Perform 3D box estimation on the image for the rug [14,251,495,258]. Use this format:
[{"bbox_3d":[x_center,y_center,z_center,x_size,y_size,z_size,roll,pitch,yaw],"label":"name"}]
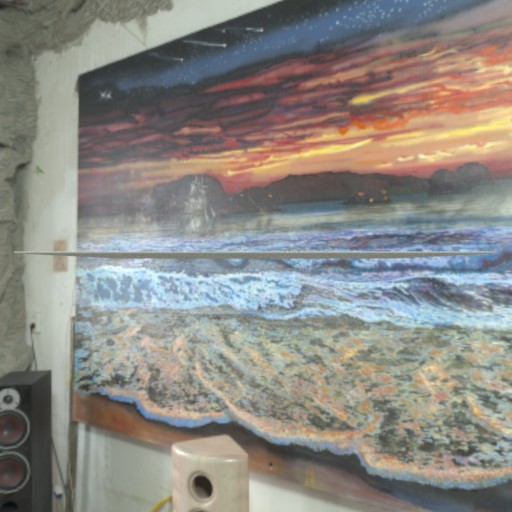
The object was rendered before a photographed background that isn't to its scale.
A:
[{"bbox_3d":[0.000,0.000,2.847,2.284,0.008,1.522,0,-1,0],"label":"rug"}]
